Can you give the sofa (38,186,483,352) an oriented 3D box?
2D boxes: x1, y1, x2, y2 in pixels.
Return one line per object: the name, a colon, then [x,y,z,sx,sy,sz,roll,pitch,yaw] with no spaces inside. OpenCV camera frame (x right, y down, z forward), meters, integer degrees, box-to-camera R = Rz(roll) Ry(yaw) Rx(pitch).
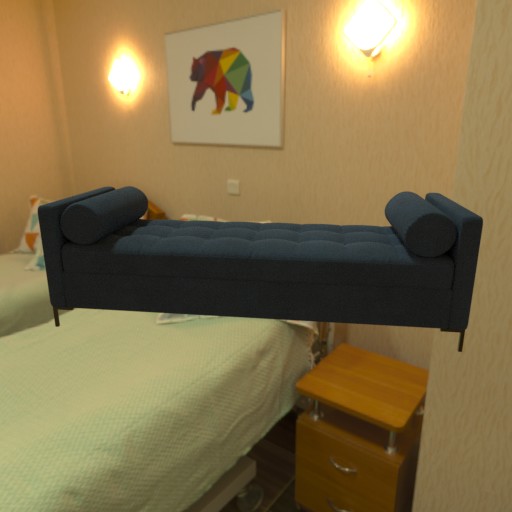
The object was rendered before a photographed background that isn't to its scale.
sofa: [0.000,0.000,2.346,1.981,0.635,0.686,2,17,7]
